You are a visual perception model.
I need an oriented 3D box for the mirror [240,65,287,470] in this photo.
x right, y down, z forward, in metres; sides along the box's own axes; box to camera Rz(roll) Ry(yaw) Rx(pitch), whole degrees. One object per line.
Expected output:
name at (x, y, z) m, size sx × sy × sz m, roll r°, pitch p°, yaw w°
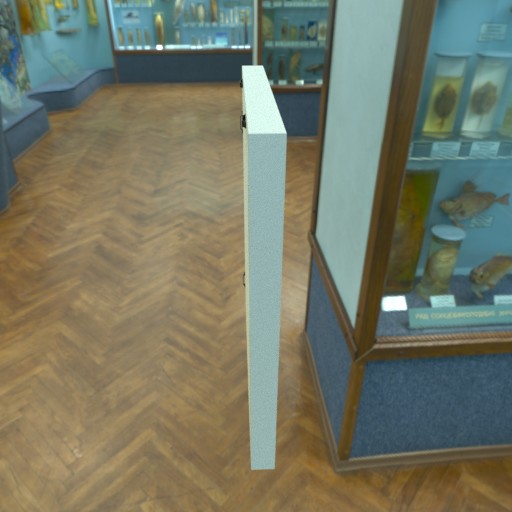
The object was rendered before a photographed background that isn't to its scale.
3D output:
mirror at (0.000, 0.000, 0.710) m, size 0.041 × 0.509 × 0.406 m, roll -1°, pitch 31°, yaw -2°
